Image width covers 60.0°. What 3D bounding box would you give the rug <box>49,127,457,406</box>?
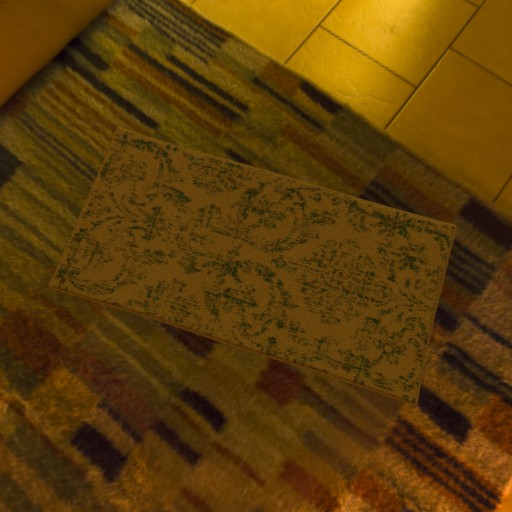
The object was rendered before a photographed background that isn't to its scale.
[{"bbox_3d":[0.000,0.000,1.459,1.220,0.007,0.605,17,77,4],"label":"rug"}]
